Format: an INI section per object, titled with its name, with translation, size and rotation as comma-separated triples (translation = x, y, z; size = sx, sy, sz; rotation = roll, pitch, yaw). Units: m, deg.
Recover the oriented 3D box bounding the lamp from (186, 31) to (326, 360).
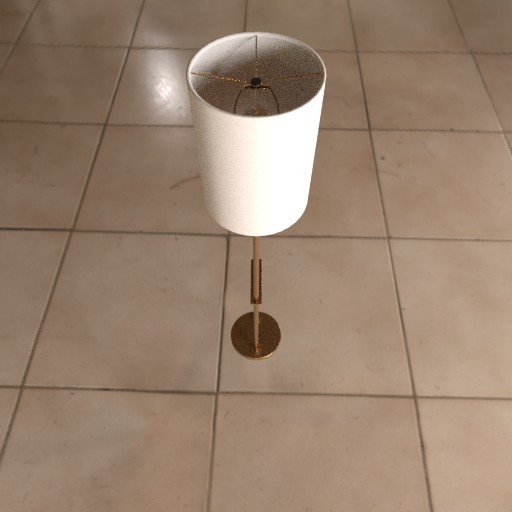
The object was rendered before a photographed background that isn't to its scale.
[lamp]
translation = 0.000, 0.000, 1.599
size = 0.305, 1.500, 0.306
rotation = 0, 57, 0
